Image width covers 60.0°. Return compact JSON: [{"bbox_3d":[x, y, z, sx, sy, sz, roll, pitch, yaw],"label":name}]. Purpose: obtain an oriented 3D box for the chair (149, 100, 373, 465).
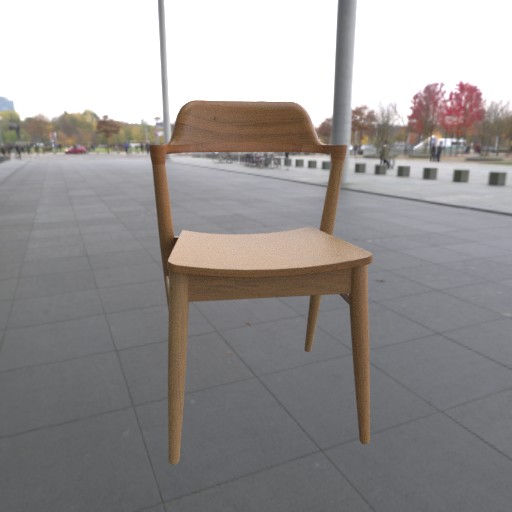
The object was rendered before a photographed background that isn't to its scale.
[{"bbox_3d":[0.000,0.000,1.129,0.512,0.792,0.499,-2,14,-9],"label":"chair"}]
